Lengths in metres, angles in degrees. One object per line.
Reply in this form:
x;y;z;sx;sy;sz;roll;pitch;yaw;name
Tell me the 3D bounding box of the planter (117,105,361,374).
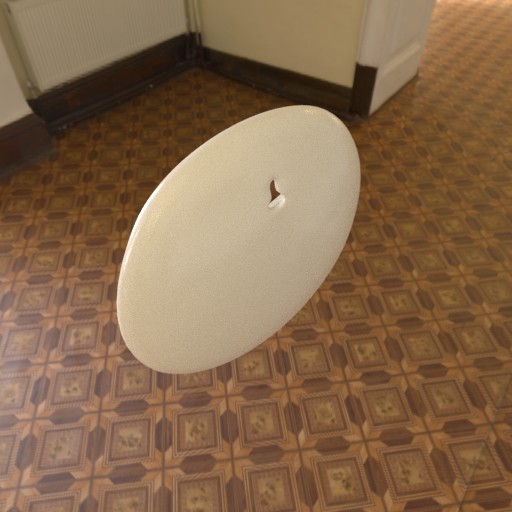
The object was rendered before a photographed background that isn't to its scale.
0.000;0.000;0.277;0.185;0.188;0.043;-31;53;-26;planter
